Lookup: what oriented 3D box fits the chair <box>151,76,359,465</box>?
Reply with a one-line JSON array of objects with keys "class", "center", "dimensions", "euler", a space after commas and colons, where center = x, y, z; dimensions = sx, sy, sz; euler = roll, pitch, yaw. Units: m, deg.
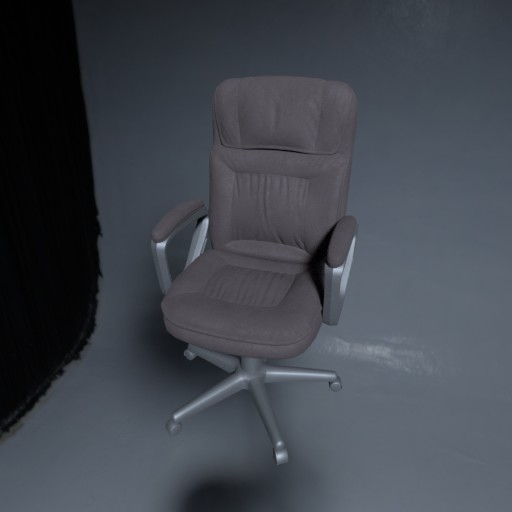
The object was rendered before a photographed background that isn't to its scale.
[{"class": "chair", "center": [0.000, 0.000, 1.520], "dimensions": [0.667, 1.105, 0.724], "euler": [8, 27, 16]}]
